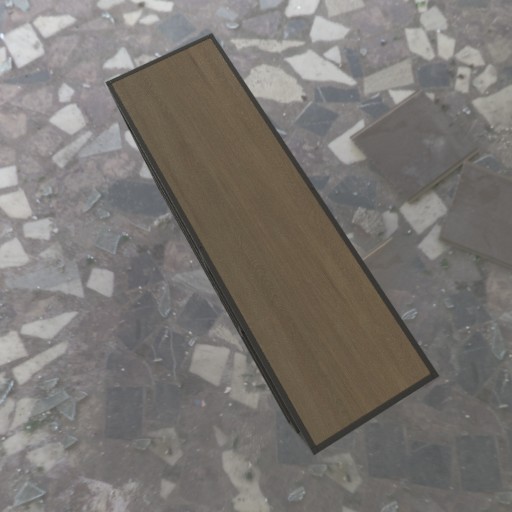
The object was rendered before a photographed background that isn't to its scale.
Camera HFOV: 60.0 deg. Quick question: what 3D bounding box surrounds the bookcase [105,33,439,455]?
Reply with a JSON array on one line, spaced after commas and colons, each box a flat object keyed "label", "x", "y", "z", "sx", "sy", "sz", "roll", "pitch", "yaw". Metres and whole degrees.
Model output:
[{"label": "bookcase", "x": 0.000, "y": 0.000, "z": 1.535, "sx": 0.350, "sy": 0.780, "sz": 1.140, "roll": -29, "pitch": 76, "yaw": -8}]
